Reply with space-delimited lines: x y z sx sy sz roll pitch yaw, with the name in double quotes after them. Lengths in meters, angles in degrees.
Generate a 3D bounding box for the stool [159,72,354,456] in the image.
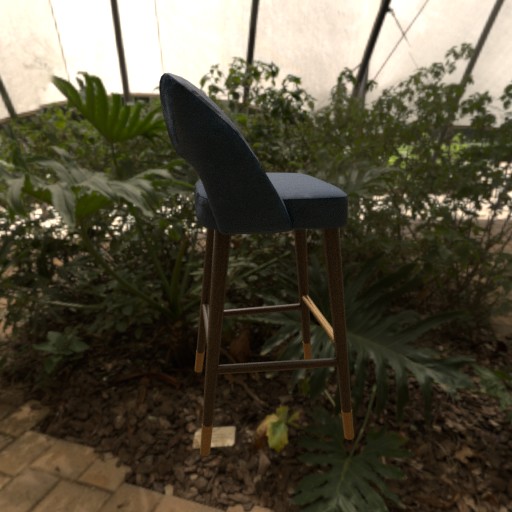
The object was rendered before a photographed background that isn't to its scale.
0.000 0.000 1.340 0.515 1.016 0.514 -3 17 -9 "stool"
